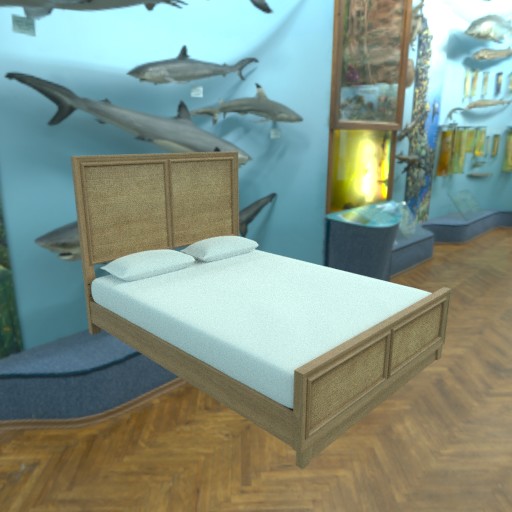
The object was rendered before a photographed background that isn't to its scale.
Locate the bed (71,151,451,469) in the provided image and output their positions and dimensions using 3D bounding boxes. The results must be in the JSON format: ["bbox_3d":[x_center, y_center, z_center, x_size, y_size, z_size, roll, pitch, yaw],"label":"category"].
[{"bbox_3d":[0.000,0.000,3.189,2.184,1.387,1.606,14,21,43],"label":"bed"}]
